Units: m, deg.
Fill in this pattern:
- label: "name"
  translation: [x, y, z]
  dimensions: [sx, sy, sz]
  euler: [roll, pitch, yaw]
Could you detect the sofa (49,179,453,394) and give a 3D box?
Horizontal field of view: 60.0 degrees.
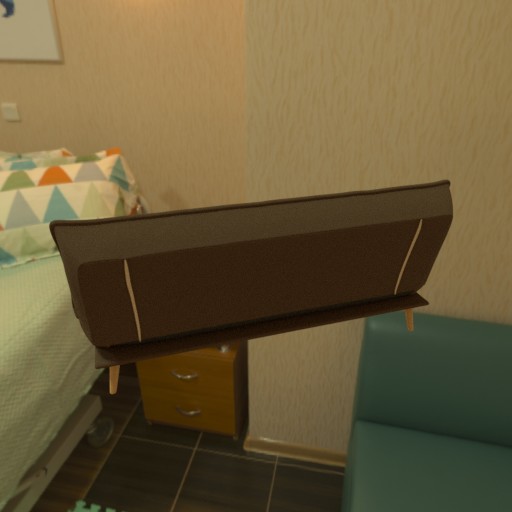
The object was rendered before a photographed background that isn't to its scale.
- label: "sofa"
  translation: [0.000, 0.000, 2.491]
  dimensions: [1.940, 0.890, 0.950]
  euler: [-8, 28, -16]
